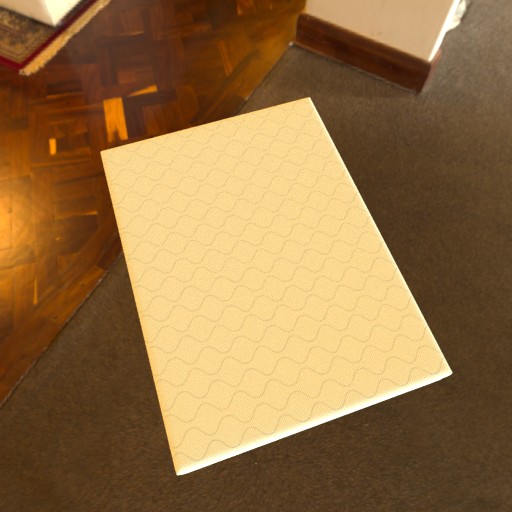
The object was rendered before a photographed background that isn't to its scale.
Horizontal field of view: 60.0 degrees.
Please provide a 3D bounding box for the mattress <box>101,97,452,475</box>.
[{"bbox_3d":[0.000,0.000,2.532,1.400,0.200,1.900,-17,66,-8],"label":"mattress"}]
